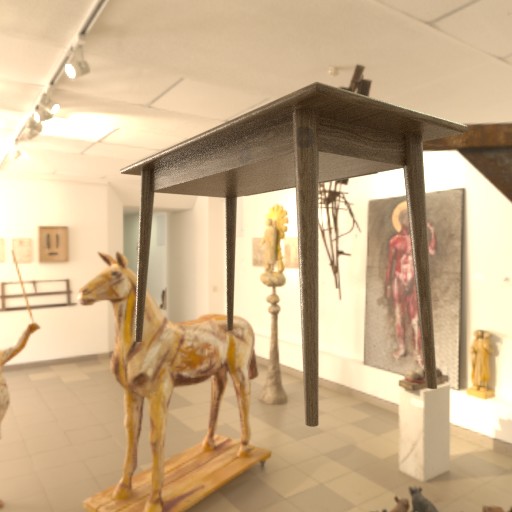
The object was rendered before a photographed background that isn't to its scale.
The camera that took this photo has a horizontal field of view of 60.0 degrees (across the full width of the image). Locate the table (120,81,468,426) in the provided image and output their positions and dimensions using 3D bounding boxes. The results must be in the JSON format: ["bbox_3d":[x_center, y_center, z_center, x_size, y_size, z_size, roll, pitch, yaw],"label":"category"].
[{"bbox_3d":[0.000,0.000,1.658,0.599,0.780,1.300,-1,1,-35],"label":"table"}]
